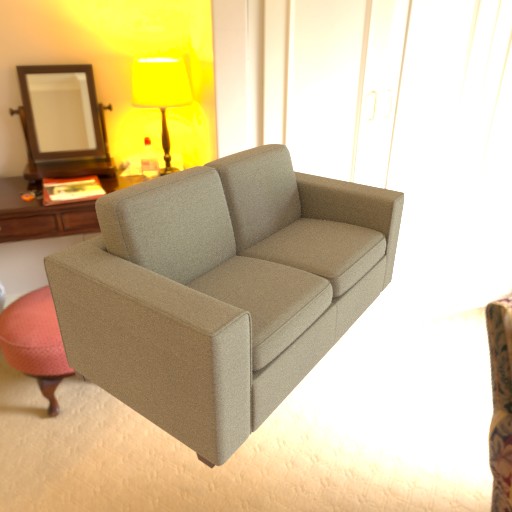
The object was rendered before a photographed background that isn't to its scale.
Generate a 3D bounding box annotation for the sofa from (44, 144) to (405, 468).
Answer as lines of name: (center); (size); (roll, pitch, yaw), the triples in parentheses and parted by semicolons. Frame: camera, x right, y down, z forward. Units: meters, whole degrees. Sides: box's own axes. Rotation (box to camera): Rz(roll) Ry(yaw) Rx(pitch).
sofa: (0.000, 0.000, 2.427); (1.007, 0.924, 1.812); (18, 32, 32)
